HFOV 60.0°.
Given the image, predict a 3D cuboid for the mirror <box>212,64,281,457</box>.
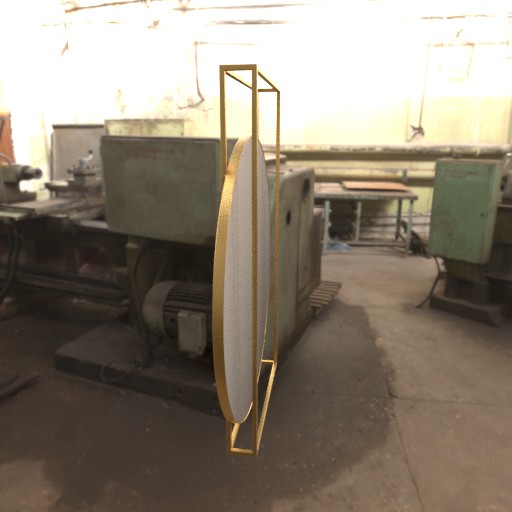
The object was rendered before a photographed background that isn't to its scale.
[{"bbox_3d":[0.000,0.000,0.807,0.051,0.603,0.508,2,15,8],"label":"mirror"}]
